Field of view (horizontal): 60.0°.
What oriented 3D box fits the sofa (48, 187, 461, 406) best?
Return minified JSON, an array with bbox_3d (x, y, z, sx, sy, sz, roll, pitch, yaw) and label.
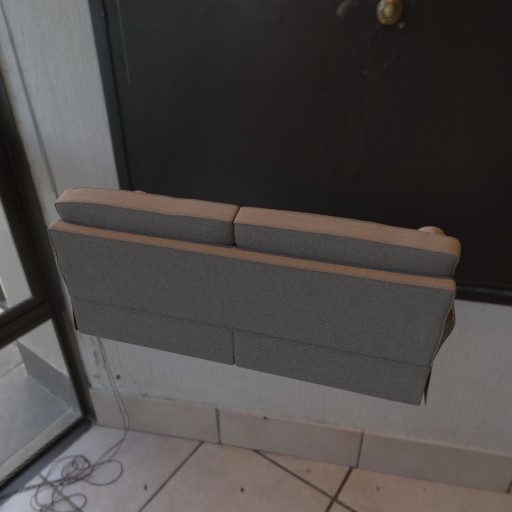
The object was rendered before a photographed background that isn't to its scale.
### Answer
[{"bbox_3d":[0.000,0.000,2.738,2.248,0.943,0.991,9,32,14],"label":"sofa"}]
